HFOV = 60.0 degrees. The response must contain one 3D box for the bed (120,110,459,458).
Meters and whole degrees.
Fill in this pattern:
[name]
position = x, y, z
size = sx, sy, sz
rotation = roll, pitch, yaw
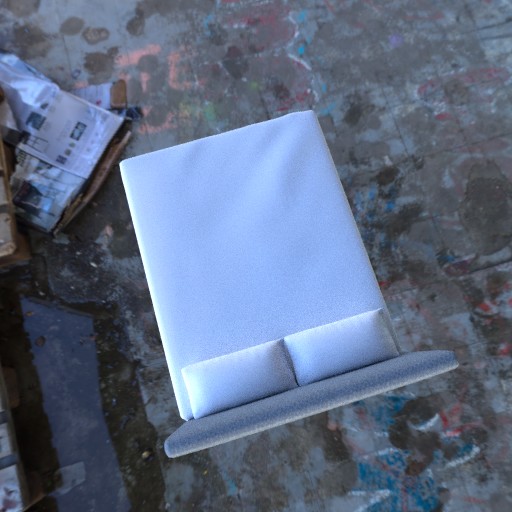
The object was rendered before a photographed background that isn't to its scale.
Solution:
[bed]
position = 0.000, 0.000, 3.199
size = 1.723, 1.330, 2.142
rotation = -16, 77, -4
